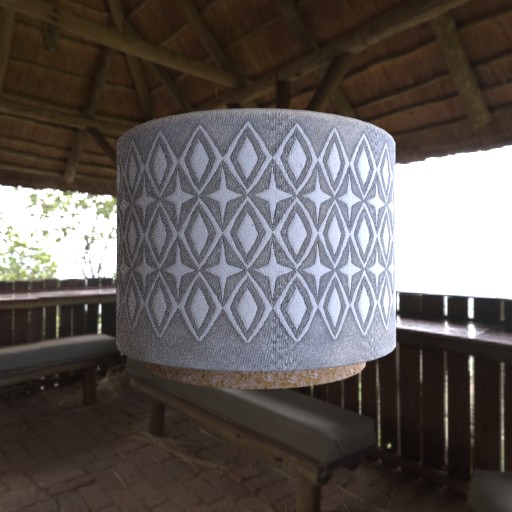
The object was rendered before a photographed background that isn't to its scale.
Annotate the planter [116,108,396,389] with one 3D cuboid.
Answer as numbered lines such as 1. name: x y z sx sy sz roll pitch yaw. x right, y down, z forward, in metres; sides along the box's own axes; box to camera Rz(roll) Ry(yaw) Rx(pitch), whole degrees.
1. planter: 0.000 0.000 0.273 0.164 0.127 0.164 0 -1 0
